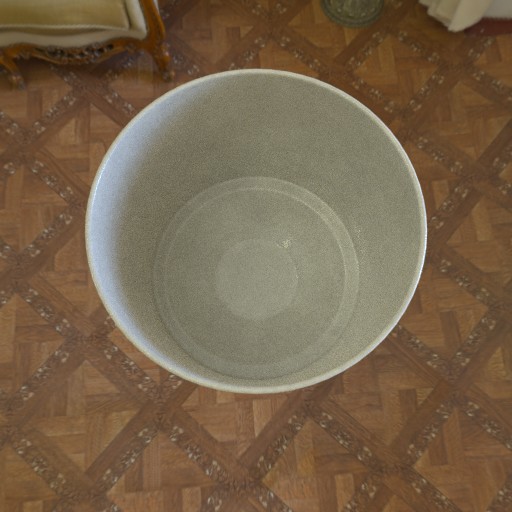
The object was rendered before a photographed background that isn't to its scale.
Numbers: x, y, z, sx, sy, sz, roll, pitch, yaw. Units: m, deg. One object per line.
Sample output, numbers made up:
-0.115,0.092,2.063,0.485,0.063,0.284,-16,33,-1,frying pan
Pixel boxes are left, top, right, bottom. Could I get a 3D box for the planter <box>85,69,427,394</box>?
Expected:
0.000,0.000,0.334,0.190,0.181,0.190,0,76,0,planter
